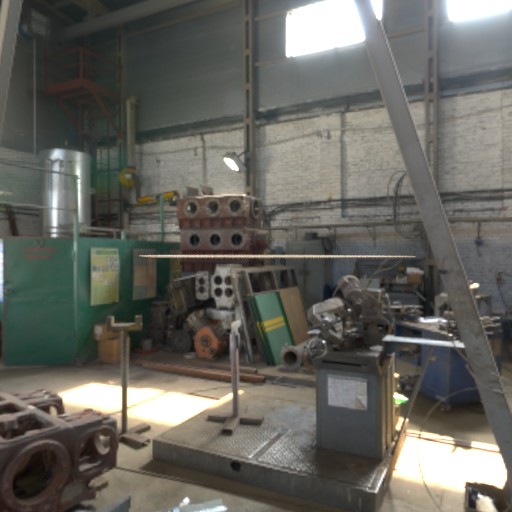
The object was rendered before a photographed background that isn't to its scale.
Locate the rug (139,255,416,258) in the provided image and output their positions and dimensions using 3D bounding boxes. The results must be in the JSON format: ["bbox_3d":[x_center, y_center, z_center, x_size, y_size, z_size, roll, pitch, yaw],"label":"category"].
[{"bbox_3d":[0.000,0.000,3.048,1.520,0.006,2.432,0,0,-18],"label":"rug"}]
